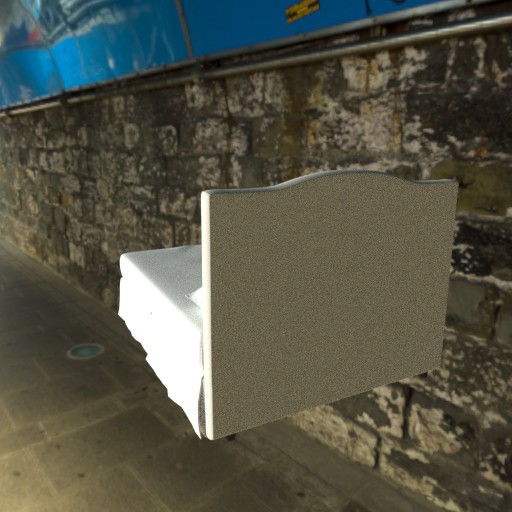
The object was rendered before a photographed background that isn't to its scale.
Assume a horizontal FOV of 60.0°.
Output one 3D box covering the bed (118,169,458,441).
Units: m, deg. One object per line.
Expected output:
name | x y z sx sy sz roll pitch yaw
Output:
bed | 0.000 0.000 3.528 1.821 1.436 2.282 -7 15 -27
